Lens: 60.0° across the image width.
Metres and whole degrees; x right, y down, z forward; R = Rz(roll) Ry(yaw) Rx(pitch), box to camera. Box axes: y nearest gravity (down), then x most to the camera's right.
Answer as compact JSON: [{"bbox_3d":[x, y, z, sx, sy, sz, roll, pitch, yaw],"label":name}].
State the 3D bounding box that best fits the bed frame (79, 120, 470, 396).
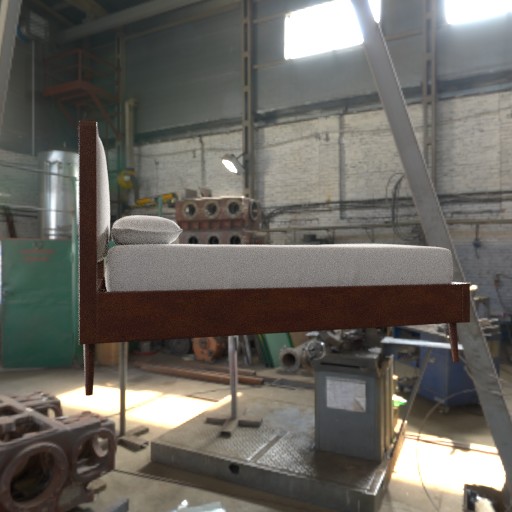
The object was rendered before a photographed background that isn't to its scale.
[{"bbox_3d":[0.000,0.000,3.069,2.171,1.279,1.587,0,0,-18],"label":"bed frame"}]
